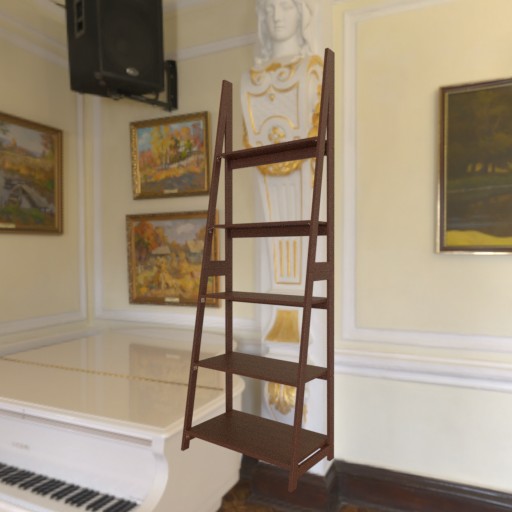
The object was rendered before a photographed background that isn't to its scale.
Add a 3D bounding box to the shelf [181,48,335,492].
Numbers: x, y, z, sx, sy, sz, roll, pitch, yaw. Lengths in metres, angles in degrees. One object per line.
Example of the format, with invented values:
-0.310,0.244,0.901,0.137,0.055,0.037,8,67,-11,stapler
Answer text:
0.000,0.000,1.974,0.600,1.770,0.350,0,1,37,shelf
